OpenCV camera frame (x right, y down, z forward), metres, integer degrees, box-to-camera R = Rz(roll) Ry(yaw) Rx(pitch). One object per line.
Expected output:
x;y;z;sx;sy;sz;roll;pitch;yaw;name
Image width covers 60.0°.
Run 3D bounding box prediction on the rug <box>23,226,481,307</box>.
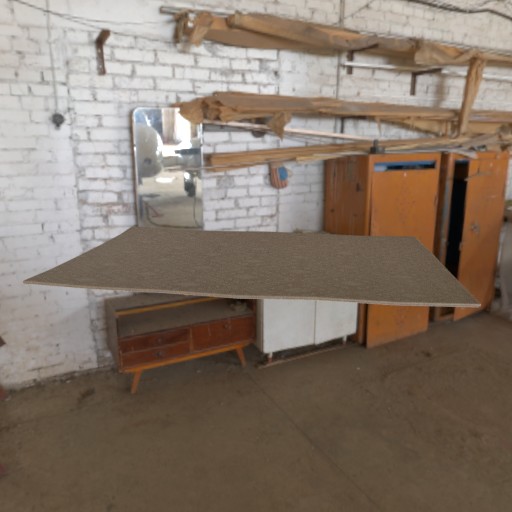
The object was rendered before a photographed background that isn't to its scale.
0.000;0.000;3.055;2.430;0.053;1.553;2;15;7;rug
